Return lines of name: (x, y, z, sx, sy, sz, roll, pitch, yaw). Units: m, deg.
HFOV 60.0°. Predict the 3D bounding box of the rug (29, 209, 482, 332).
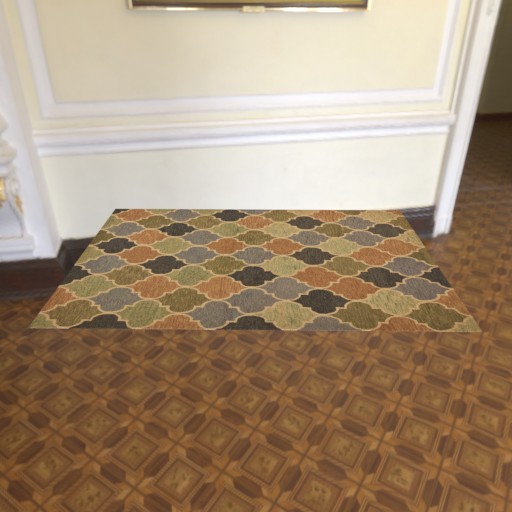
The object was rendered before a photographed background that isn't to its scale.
rug: (0.000, 0.000, 2.897, 2.284, 0.006, 1.521, 0, 29, 1)
